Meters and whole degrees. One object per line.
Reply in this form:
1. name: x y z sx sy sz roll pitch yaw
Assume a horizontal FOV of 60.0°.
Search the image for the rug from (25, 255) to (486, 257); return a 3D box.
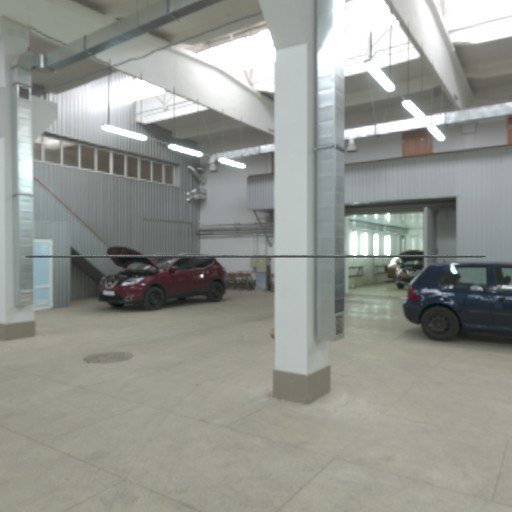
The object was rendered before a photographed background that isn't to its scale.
1. rug: 0.000 0.000 3.138 2.476 0.011 1.554 0 0 -1
